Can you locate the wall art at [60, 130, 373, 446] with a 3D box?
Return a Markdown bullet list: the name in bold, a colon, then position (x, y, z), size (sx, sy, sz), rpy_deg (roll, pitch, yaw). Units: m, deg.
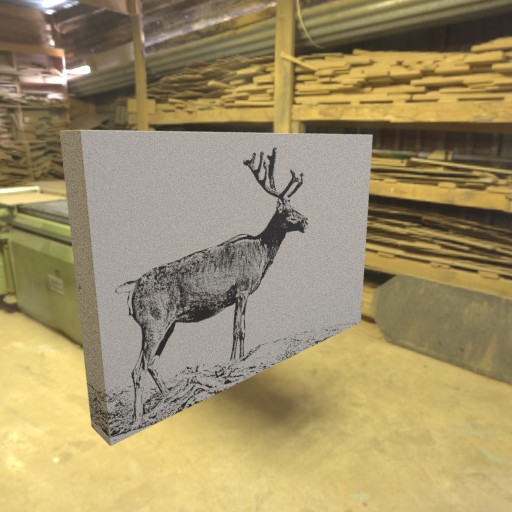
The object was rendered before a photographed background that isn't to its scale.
- **wall art**: position (0.000, 0.000, 0.486), size (0.381, 0.259, 0.038), rpy_deg (-14, 20, -42)
